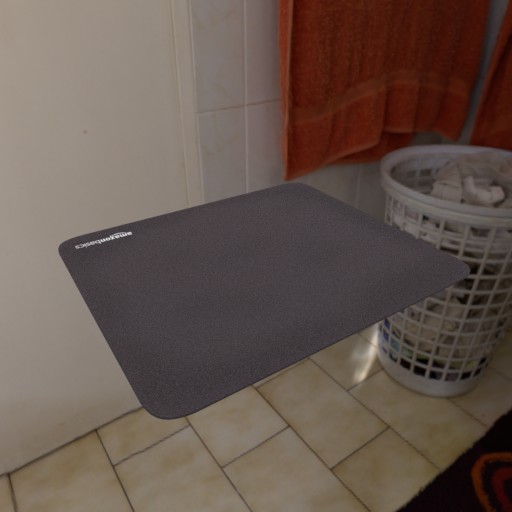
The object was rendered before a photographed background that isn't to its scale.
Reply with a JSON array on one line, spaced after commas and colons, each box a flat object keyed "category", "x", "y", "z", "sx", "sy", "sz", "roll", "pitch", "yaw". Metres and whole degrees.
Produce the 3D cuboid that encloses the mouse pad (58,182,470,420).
[{"category": "mouse pad", "x": 0.000, "y": 0.000, "z": 0.427, "sx": 0.315, "sy": 0.002, "sz": 0.269, "roll": -19, "pitch": 35, "yaw": -28}]
